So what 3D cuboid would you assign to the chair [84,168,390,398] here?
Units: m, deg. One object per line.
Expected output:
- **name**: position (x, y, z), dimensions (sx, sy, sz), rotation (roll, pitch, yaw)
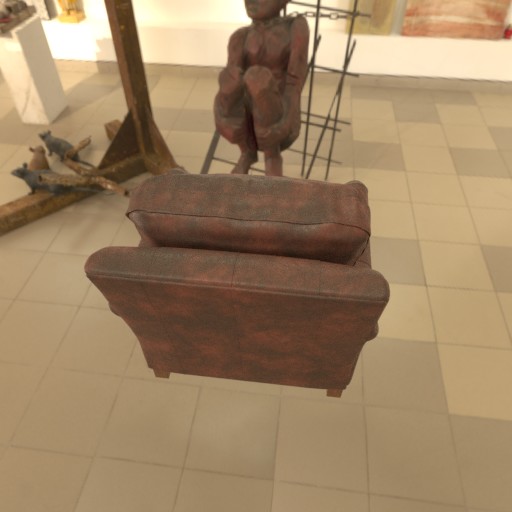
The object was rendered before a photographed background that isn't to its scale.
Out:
- **chair**: position (0.000, 0.000, 1.976), dimensions (0.987, 1.051, 1.156), rotation (5, 46, 5)
